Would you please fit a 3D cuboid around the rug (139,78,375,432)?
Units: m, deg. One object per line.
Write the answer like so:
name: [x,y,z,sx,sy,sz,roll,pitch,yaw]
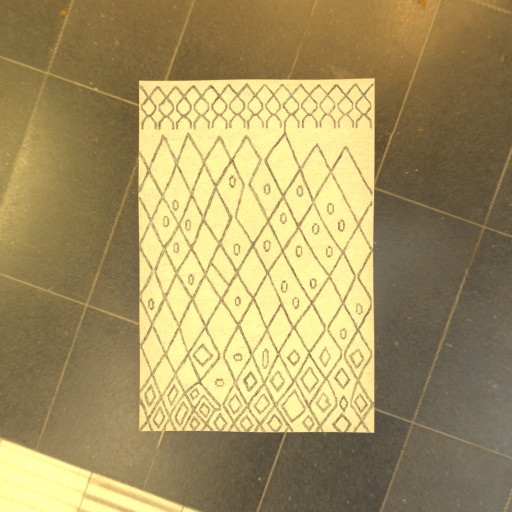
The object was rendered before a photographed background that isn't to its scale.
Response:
rug: [0.000,0.000,2.298,1.222,0.015,1.828,0,90,1]
